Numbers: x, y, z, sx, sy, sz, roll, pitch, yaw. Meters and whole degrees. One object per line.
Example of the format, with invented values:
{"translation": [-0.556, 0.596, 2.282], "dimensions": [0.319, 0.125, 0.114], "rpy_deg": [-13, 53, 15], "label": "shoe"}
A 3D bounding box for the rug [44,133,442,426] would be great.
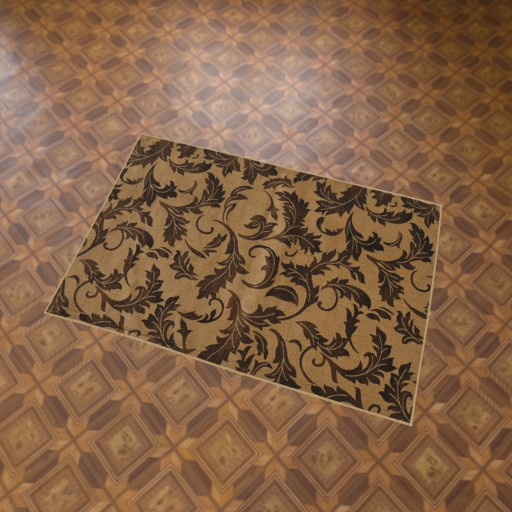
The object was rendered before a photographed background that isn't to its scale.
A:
{"translation": [0.000, 0.000, 2.916], "dimensions": [2.284, 0.008, 1.522], "rpy_deg": [15, 64, 7], "label": "rug"}
